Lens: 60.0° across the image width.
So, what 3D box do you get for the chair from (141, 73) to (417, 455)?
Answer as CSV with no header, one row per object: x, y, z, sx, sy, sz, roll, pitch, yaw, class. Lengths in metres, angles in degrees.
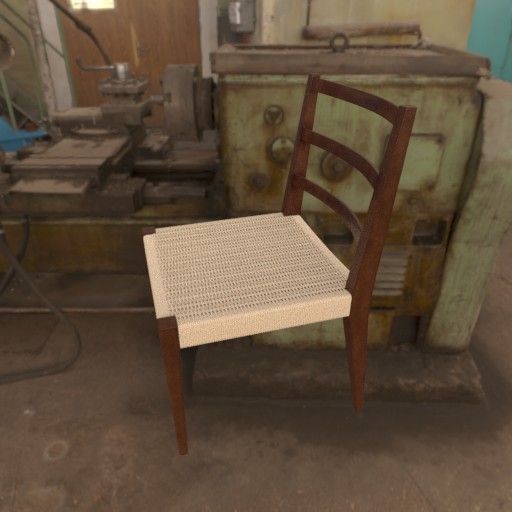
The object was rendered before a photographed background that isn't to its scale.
0.000,0.000,1.156,0.551,0.813,0.480,-9,31,-14,chair
